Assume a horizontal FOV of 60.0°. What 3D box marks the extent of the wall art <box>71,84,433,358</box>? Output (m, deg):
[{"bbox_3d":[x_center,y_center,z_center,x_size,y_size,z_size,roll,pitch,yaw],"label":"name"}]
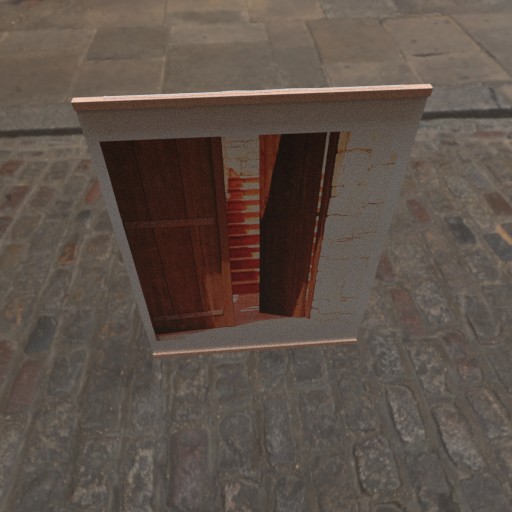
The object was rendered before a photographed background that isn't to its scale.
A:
[{"bbox_3d":[0.000,0.000,1.295,0.758,1.013,0.020,-3,47,-3],"label":"wall art"}]
